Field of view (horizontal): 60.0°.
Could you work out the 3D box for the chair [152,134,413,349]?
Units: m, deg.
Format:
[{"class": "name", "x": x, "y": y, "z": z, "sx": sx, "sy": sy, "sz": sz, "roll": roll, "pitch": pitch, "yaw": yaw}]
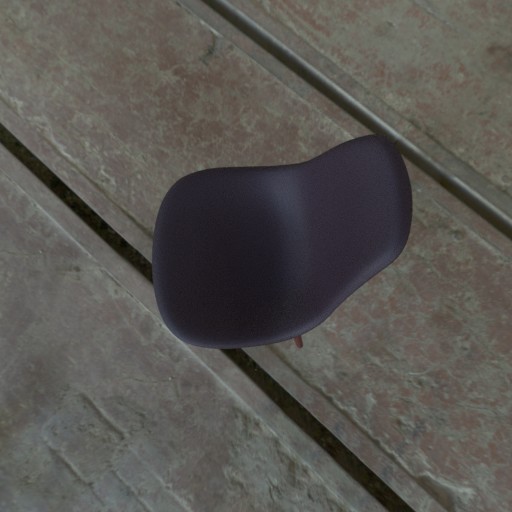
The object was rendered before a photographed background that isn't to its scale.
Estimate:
[{"class": "chair", "x": 0.000, "y": 0.000, "z": 1.155, "sx": 0.533, "sy": 0.826, "sz": 0.470, "roll": -3, "pitch": 76, "yaw": -1}]
